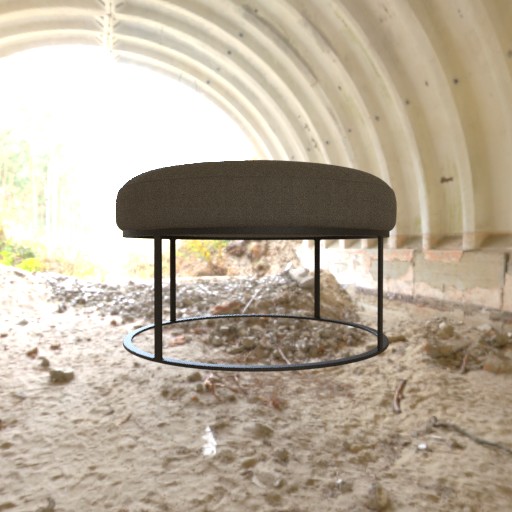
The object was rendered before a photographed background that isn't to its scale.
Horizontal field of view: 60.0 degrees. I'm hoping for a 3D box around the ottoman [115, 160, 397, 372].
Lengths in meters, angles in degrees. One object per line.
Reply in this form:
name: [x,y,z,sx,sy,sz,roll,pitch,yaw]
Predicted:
ottoman: [0.000,0.000,1.266,0.772,0.460,0.772,0,1,0]
